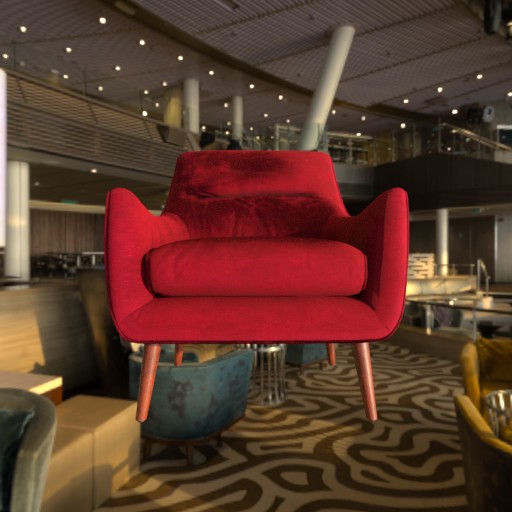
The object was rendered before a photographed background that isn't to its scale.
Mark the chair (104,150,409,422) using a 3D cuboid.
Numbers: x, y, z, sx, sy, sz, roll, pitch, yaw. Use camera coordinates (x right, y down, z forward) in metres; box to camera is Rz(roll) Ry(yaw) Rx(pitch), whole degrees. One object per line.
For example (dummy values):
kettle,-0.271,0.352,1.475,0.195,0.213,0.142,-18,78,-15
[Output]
chair,0.000,0.000,1.456,0.762,0.838,0.787,0,0,-1
